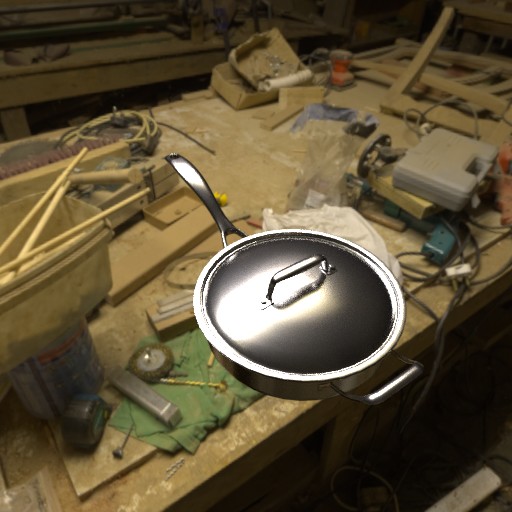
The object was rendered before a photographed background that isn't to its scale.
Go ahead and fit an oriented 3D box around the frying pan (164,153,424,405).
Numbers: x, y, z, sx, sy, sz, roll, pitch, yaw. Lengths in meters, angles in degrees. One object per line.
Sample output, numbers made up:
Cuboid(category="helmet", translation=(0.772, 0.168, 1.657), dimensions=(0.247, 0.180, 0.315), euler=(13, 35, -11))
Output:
Cuboid(category="frying pan", translation=(0.000, 0.000, 0.661), dimensions=(0.280, 0.114, 0.561), euler=(-24, 46, -26))
